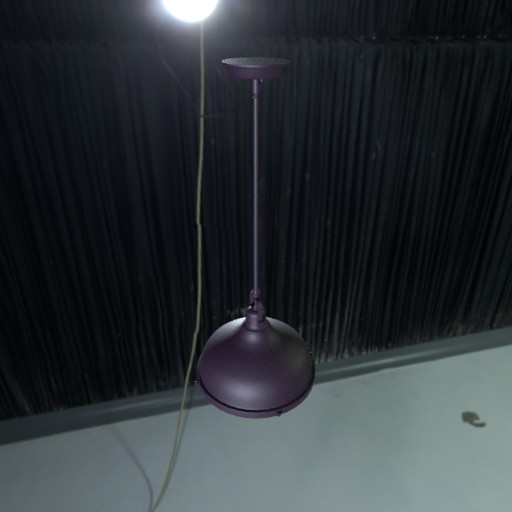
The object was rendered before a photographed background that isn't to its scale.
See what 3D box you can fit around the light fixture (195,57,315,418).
[{"bbox_3d":[0.000,0.000,1.048,0.341,0.849,0.341,-10,31,-17],"label":"light fixture"}]
